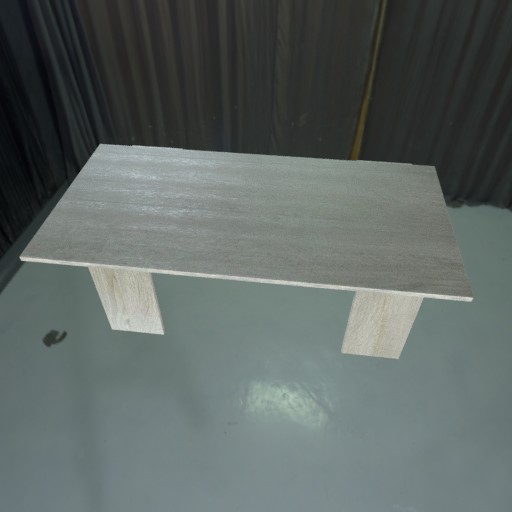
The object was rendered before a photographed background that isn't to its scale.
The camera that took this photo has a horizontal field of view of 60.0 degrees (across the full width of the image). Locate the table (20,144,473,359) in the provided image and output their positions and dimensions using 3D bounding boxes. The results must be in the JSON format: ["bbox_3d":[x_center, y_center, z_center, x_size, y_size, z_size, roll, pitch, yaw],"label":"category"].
[{"bbox_3d":[0.000,0.000,1.417,1.000,0.570,0.711,5,45,5],"label":"table"}]
